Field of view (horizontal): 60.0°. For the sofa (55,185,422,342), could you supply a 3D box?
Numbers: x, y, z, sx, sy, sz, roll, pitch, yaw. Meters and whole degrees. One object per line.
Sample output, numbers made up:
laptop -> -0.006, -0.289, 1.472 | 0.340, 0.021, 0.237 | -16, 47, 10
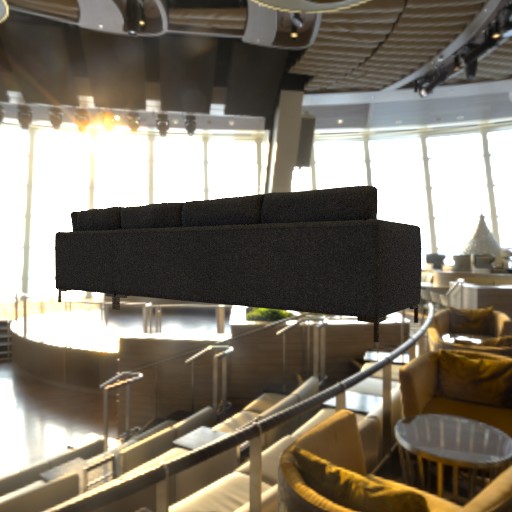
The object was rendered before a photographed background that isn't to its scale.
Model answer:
sofa -> 0.000, 0.000, 3.836 | 2.949, 0.815, 2.007 | 1, 1, 35
